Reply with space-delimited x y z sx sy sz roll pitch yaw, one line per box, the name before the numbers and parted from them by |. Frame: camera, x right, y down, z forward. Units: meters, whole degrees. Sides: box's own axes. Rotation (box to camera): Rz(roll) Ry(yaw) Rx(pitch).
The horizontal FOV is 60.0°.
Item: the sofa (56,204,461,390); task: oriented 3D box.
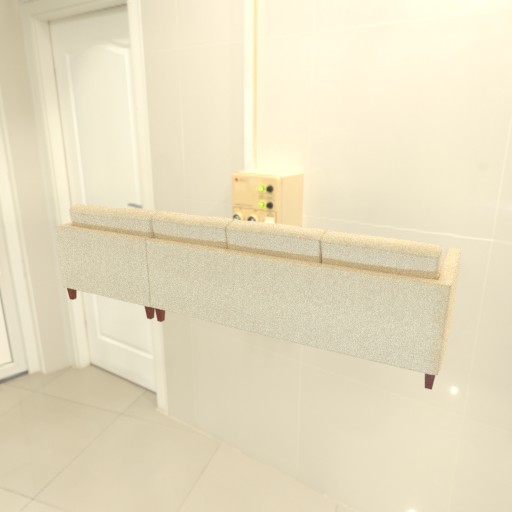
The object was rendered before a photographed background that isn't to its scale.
sofa | 0.000 0.000 4.152 3.471 0.954 1.603 9 19 26
